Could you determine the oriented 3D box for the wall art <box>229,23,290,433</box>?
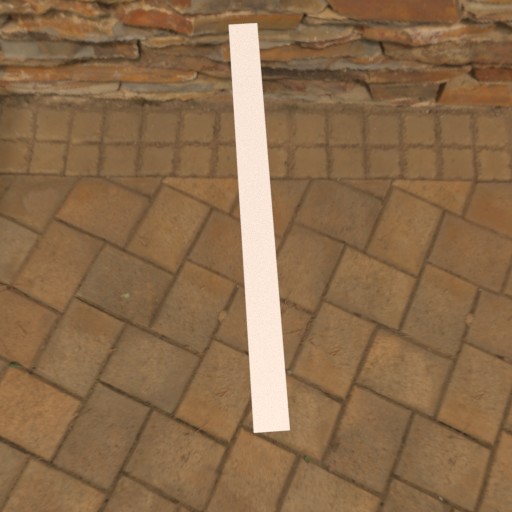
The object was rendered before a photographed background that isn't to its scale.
[{"bbox_3d":[0.000,0.000,1.960,0.098,1.291,1.289,-4,76,-1],"label":"wall art"}]
